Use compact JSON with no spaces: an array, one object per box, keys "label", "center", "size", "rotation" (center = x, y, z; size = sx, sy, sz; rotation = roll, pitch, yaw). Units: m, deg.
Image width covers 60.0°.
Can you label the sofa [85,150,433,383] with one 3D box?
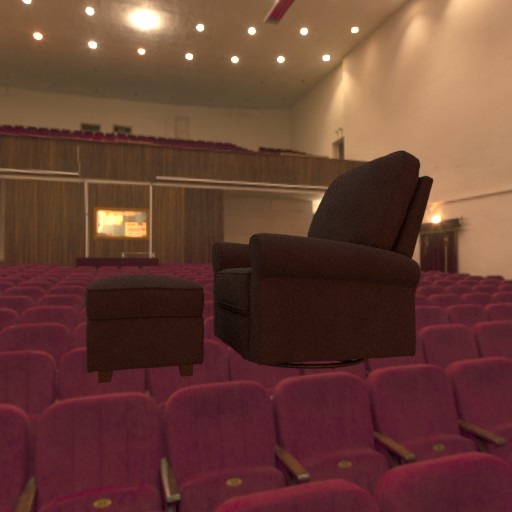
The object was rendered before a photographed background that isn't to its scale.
[{"label":"sofa","center":[0.000,0.000,2.082],"size":[1.478,0.959,0.880],"rotation":[0,-1,-18]}]
